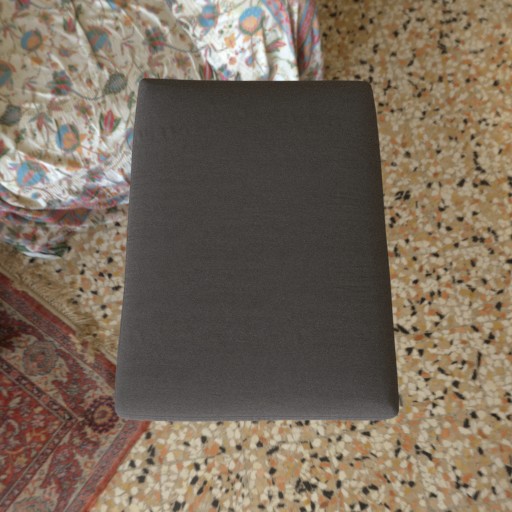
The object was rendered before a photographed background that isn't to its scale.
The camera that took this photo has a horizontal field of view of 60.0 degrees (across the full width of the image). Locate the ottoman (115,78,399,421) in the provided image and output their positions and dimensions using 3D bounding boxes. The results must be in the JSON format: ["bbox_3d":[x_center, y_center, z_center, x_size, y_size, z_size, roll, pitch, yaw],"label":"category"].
[{"bbox_3d":[0.000,0.000,1.143,0.569,0.500,0.771,0,75,0],"label":"ottoman"}]
